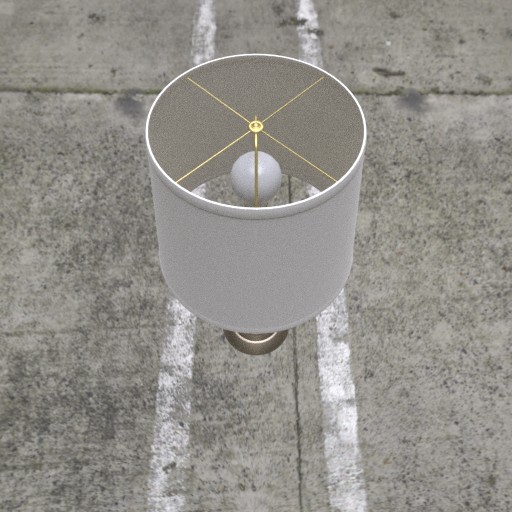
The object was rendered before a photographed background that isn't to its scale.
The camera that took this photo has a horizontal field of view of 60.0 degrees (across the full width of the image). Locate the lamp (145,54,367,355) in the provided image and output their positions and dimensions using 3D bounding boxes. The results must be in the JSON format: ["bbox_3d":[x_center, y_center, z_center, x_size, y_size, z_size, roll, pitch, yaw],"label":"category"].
[{"bbox_3d":[0.000,0.000,0.792,0.328,0.619,0.328,0,59,0],"label":"lamp"}]
